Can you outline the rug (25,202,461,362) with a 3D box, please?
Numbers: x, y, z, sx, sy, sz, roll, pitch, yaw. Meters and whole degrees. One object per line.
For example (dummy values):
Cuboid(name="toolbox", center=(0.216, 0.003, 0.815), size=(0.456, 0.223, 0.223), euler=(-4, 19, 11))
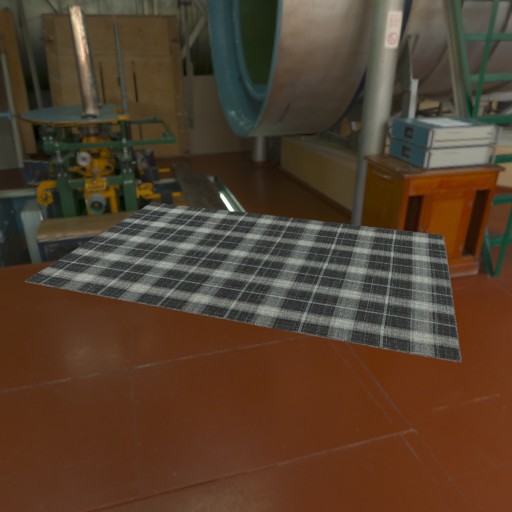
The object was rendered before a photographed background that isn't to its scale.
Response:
Cuboid(name="rug", center=(0.000, 0.000, 2.968), size=(2.434, 0.015, 1.520), euler=(8, 27, 16))
